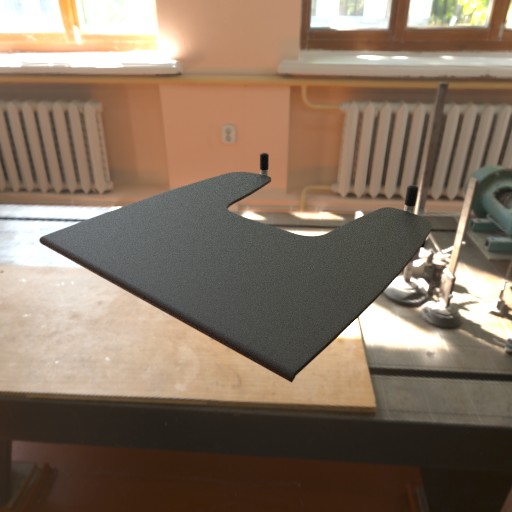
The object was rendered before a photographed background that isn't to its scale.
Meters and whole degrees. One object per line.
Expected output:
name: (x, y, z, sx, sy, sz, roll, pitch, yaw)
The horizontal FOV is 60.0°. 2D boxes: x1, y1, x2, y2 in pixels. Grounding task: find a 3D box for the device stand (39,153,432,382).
device stand: (0.000, 0.000, 0.356, 0.230, 0.092, 0.230, 21, 35, 33)
